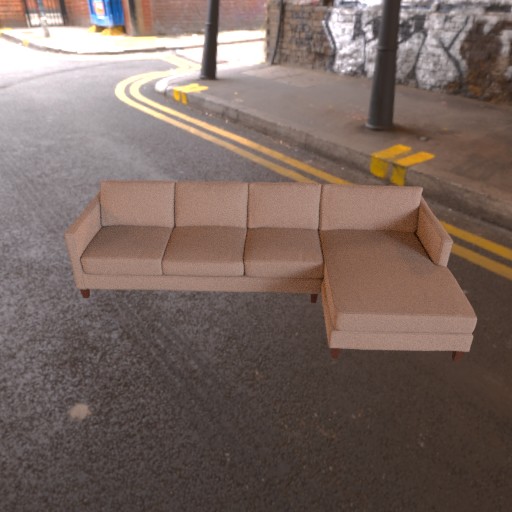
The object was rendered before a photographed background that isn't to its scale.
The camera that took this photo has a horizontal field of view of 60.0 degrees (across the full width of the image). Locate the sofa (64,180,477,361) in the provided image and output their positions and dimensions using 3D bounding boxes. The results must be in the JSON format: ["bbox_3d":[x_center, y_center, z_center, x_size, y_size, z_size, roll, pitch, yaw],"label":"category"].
[{"bbox_3d":[0.000,0.000,3.814,3.186,0.861,1.625,1,31,2],"label":"sofa"}]
